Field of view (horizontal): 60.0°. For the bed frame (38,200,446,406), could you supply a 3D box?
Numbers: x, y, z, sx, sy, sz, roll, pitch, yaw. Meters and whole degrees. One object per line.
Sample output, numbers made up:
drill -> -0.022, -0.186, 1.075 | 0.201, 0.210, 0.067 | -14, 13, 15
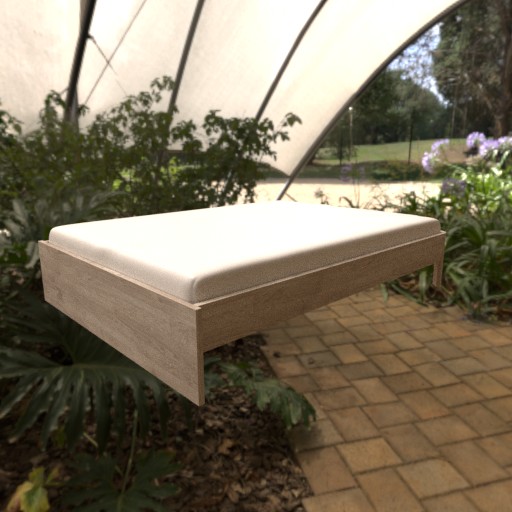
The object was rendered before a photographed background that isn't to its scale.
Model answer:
bed frame -> 0.000, 0.000, 2.636 | 1.950, 0.462, 1.490 | -13, 19, -42
